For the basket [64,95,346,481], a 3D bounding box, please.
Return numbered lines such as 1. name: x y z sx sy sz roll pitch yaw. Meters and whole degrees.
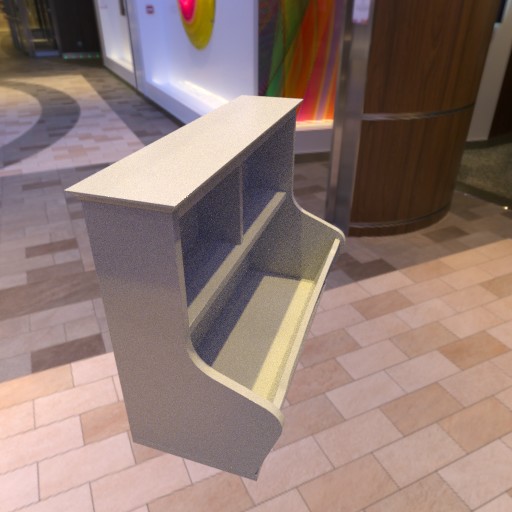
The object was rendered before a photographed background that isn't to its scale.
1. basket: 0.000 0.000 1.092 0.350 0.600 0.780 10 32 16
